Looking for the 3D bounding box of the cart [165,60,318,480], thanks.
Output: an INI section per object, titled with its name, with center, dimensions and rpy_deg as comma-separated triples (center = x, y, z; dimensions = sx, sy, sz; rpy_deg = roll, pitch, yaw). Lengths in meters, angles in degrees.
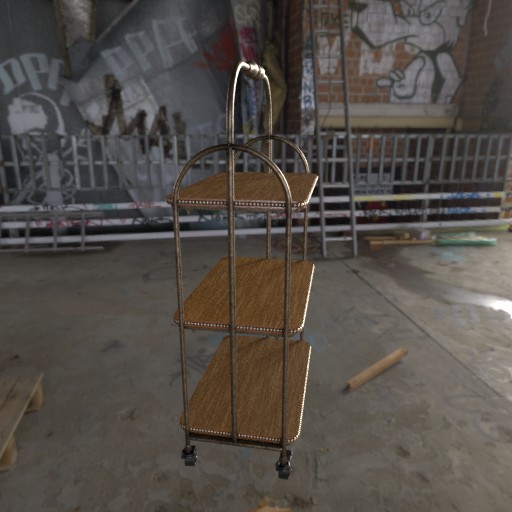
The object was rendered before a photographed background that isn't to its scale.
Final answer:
[cart]
center = 0.000, 0.000, 1.317
dimensions = 0.330, 1.052, 0.650
rpy_deg = 3, 17, 10
